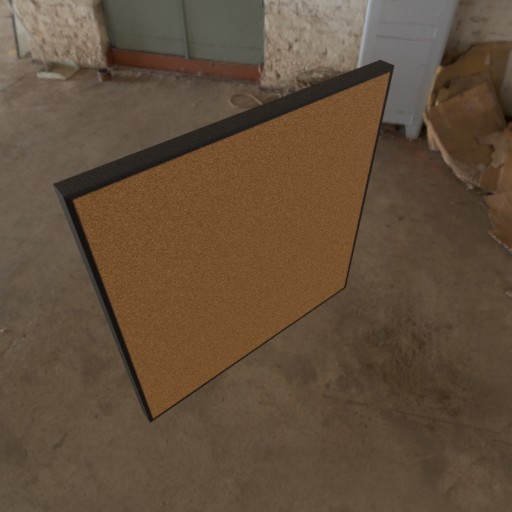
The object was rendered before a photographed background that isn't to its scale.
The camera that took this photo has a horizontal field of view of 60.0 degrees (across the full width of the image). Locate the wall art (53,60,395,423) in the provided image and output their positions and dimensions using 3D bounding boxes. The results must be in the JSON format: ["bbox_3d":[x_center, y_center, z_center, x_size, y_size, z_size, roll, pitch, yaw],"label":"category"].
[{"bbox_3d":[0.000,0.000,0.741,0.513,0.511,0.028,-30,52,-26],"label":"wall art"}]
